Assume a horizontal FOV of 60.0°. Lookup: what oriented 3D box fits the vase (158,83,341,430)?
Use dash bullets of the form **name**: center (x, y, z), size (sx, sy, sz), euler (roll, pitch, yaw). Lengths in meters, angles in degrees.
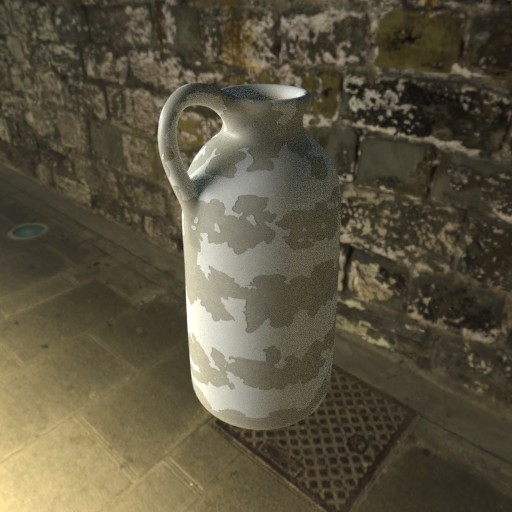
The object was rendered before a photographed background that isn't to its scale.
- **vase**: center (0.000, 0.000, 0.503), size (0.203, 0.382, 0.186), euler (-19, 36, -30)
